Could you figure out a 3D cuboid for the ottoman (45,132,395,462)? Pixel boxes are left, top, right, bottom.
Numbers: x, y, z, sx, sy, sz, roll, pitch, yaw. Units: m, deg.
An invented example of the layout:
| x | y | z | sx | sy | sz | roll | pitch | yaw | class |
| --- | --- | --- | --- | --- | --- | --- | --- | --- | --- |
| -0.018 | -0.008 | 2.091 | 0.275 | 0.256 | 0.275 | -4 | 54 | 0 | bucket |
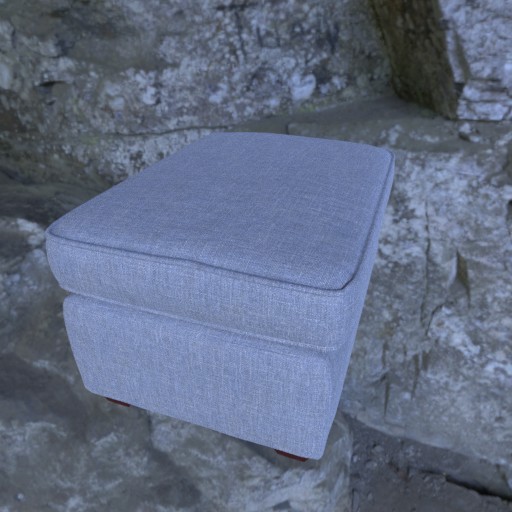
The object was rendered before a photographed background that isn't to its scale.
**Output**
| x | y | z | sx | sy | sz | roll | pitch | yaw | class |
| --- | --- | --- | --- | --- | --- | --- | --- | --- | --- |
| 0.000 | 0.000 | 1.071 | 0.559 | 0.457 | 0.762 | 10 | 31 | 17 | ottoman |
